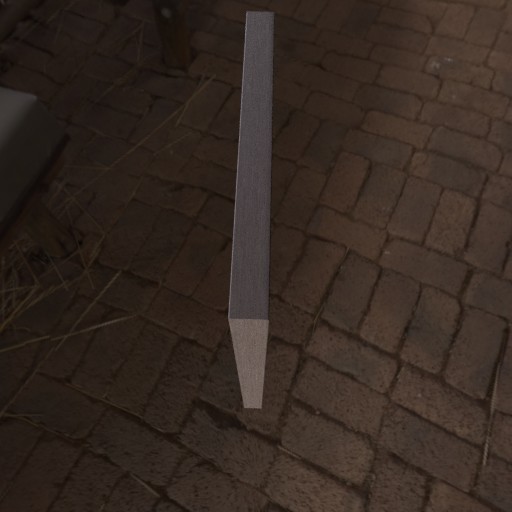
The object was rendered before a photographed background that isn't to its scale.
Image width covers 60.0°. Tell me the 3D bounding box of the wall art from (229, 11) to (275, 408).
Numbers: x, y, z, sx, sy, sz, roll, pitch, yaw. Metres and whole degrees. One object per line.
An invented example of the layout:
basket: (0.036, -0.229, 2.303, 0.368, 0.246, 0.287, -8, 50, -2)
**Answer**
wall art: (0.000, 0.000, 0.645, 0.032, 0.510, 0.358, 2, 64, 1)
